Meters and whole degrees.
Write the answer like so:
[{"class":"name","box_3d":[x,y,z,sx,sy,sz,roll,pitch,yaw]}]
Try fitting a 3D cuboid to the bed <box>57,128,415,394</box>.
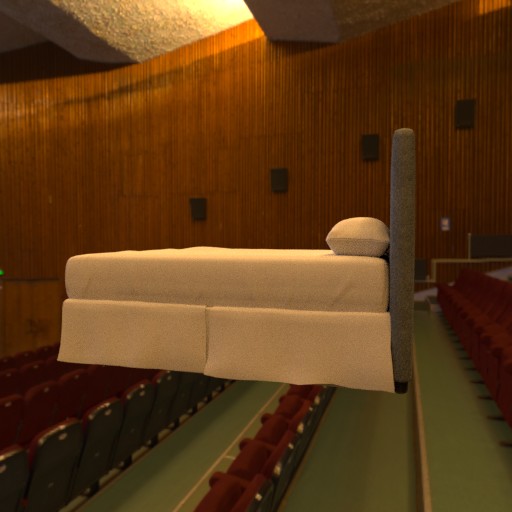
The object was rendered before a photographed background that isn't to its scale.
[{"class":"bed","box_3d":[0.000,0.000,3.237,2.142,1.330,1.713,1,2,18]}]
